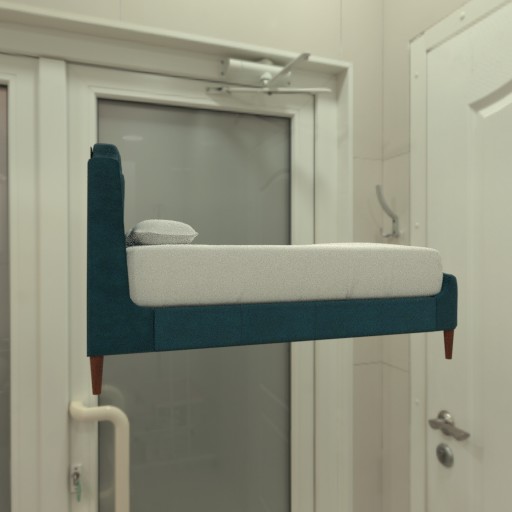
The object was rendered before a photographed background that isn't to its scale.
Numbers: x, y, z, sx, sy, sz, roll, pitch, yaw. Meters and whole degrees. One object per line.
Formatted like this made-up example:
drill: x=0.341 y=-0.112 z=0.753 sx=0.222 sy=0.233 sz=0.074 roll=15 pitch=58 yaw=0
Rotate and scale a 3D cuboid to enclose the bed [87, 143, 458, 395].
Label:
bed: x=0.000 y=0.000 z=3.306 sx=2.322 sy=1.351 sz=1.676 roll=0 pitch=0 yaw=-19
